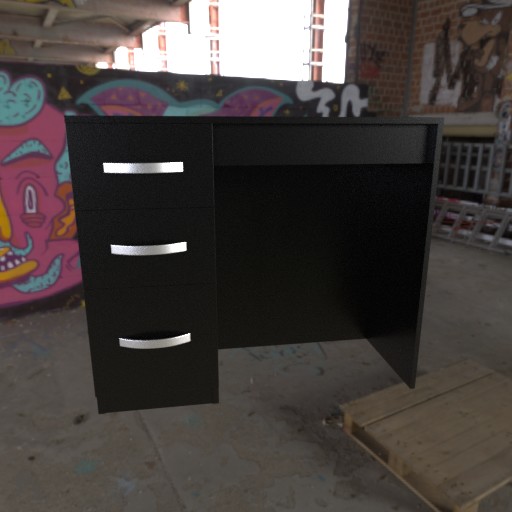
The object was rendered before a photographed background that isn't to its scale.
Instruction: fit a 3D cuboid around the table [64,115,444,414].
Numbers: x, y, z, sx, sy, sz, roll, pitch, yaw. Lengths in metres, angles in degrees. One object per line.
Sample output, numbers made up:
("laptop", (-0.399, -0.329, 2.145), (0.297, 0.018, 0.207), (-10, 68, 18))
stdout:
("table", (0.000, 0.000, 1.332), (0.930, 0.790, 0.380), (-2, 16, -9))
